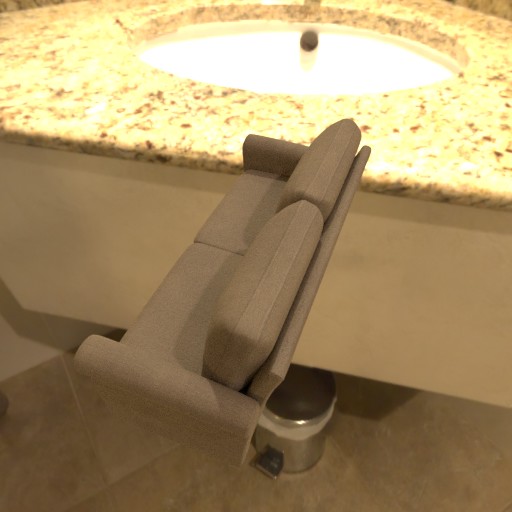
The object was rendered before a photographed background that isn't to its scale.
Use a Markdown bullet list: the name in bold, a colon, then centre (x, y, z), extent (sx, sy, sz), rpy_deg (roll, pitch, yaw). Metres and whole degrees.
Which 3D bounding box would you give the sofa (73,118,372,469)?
- **sofa**: centre (0.000, 0.000, 2.398), extent (0.842, 0.942, 1.935), rpy_deg (15, 47, 15)
